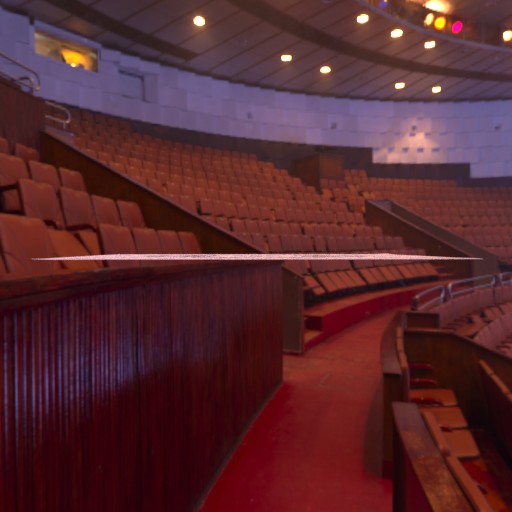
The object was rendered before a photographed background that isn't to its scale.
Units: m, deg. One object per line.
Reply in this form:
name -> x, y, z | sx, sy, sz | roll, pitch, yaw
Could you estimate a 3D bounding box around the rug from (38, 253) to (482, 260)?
rug -> 0.000, 0.000, 2.375 | 1.813, 0.008, 1.223 | 0, 1, -2
